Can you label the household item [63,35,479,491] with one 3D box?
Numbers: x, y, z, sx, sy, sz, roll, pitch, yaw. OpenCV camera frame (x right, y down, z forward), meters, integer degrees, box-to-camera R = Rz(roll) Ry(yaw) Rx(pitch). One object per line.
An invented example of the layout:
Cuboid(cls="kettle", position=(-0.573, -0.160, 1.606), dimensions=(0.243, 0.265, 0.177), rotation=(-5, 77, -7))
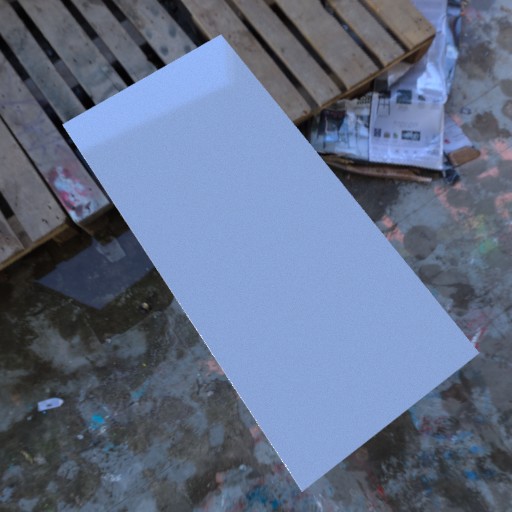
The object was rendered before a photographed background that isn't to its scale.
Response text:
Cuboid(cls="household item", position=(0.000, 0.000, 2.097), dimensions=(0.800, 0.745, 1.700), rotation=(-34, 77, -9))
